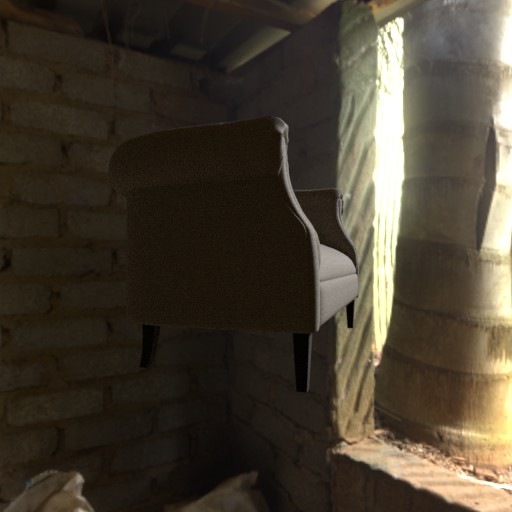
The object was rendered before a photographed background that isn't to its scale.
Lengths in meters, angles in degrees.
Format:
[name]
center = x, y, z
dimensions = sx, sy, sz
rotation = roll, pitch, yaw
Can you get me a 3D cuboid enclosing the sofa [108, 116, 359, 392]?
[sofa]
center = 0.000, 0.000, 2.077
dimensions = 0.835, 0.827, 1.558
rotation = 0, -1, 18
